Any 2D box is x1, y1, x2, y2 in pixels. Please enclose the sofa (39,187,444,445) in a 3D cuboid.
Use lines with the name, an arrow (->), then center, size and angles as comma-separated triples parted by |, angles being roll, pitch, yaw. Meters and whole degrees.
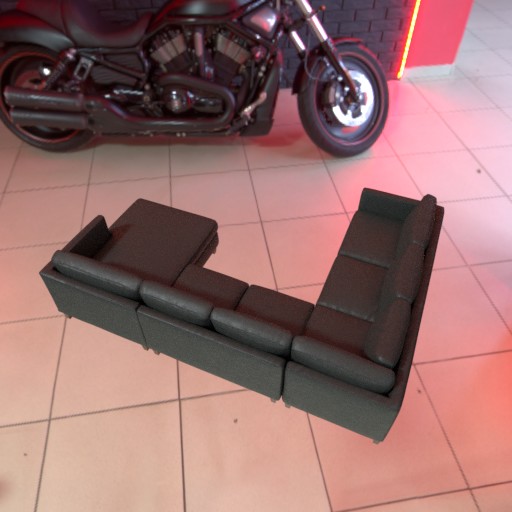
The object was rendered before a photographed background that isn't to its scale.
sofa -> 0.000, 0.000, 4.735 | 3.460, 0.923, 2.593 | 18, 49, 16
